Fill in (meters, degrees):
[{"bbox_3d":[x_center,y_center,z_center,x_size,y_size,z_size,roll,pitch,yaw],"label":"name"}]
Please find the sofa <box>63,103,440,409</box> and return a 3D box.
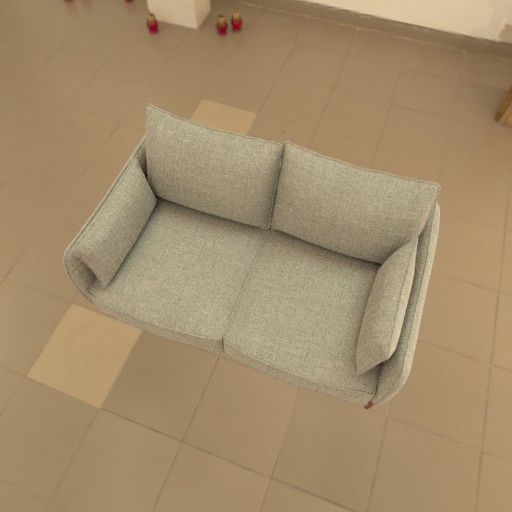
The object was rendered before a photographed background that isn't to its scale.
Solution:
[{"bbox_3d":[0.000,0.000,2.152,1.580,0.851,0.972,17,61,10],"label":"sofa"}]
